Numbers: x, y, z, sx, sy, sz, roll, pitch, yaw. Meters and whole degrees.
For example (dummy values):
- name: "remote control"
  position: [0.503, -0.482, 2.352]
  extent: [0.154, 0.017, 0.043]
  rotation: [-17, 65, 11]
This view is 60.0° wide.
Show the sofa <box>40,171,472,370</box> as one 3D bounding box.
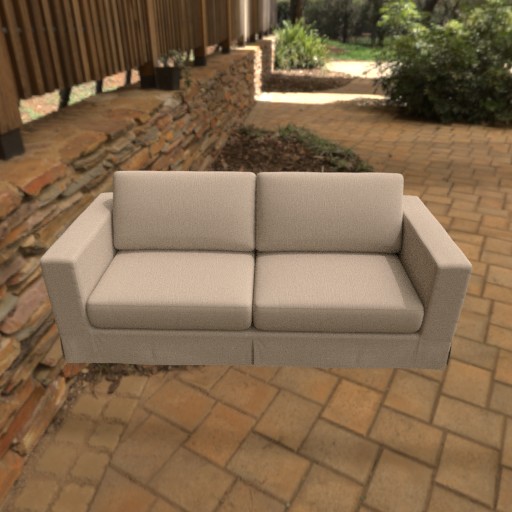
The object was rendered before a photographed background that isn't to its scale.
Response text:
- name: "sofa"
  position: [0.000, 0.000, 2.671]
  extent: [2.163, 0.881, 0.954]
  rotation: [1, 29, 1]
